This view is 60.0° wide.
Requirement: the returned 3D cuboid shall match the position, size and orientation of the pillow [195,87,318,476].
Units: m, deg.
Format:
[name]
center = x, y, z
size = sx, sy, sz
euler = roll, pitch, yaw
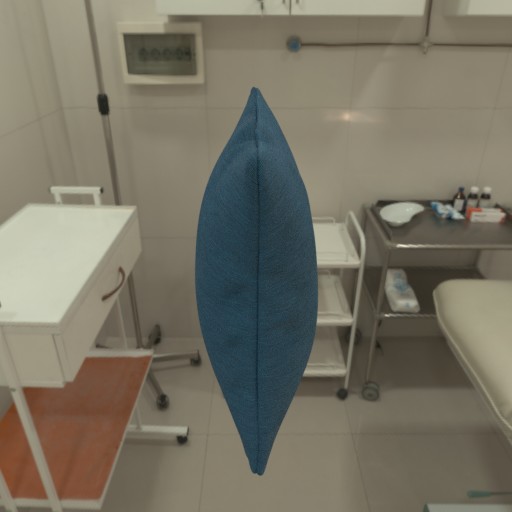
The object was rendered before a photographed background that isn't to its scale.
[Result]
[pillow]
center = 0.000, 0.000, 0.656
size = 0.177, 0.420, 0.437
euler = 0, 28, 0
